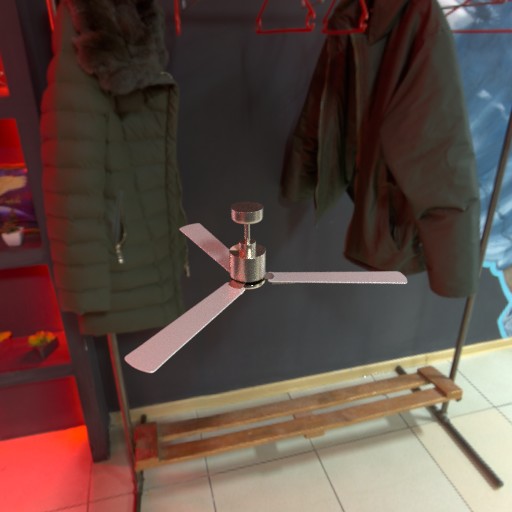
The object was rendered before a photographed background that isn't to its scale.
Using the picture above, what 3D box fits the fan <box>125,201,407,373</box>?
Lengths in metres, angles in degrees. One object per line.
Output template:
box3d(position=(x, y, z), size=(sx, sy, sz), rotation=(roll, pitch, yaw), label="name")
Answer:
box3d(position=(0.000, 0.000, 2.317), size=(1.561, 0.446, 1.531), rotation=(8, 27, 16), label="fan")
